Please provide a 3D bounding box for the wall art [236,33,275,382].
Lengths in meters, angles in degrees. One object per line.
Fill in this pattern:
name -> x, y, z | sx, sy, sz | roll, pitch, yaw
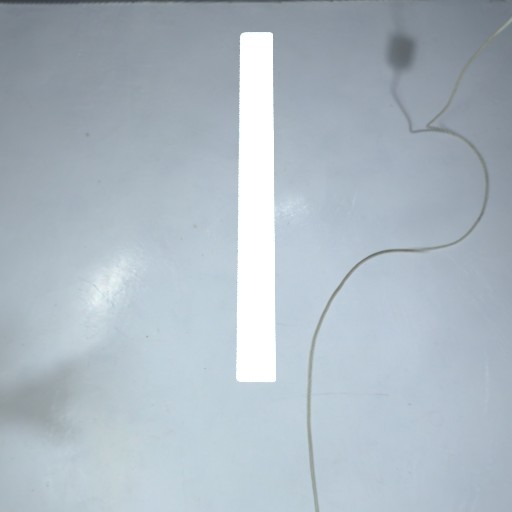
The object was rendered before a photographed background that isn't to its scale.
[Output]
wall art -> 0.000, 0.000, 0.776 | 0.038, 0.610, 0.401 | 0, 76, 0
